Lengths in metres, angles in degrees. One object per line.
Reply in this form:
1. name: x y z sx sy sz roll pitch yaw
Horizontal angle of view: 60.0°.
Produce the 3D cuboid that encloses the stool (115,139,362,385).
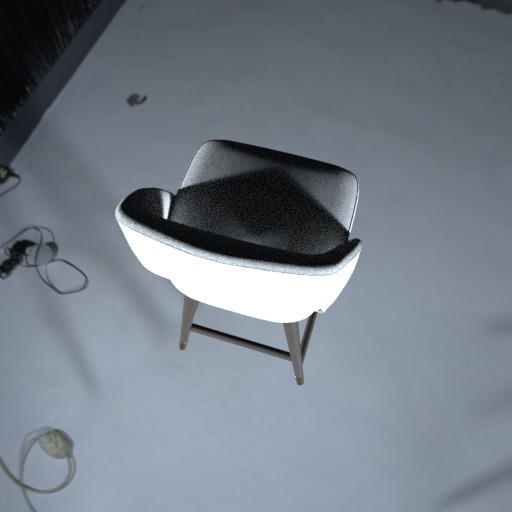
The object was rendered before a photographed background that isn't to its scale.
1. stool: 0.000 0.000 1.201 0.494 0.940 0.509 15 64 7
